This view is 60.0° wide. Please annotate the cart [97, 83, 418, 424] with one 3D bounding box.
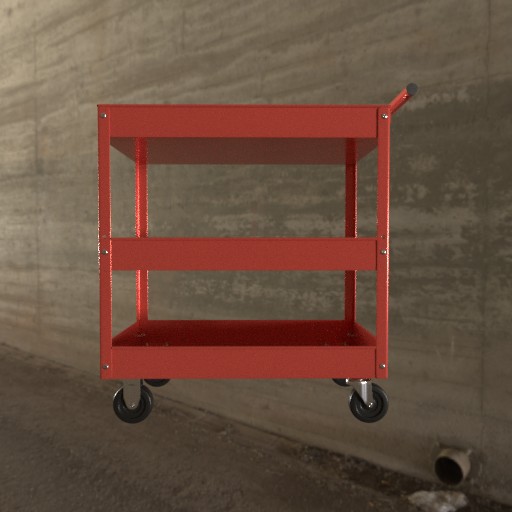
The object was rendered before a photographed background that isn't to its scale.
[{"bbox_3d":[0.000,0.000,1.176,0.719,0.780,0.366,0,2,0],"label":"cart"}]
